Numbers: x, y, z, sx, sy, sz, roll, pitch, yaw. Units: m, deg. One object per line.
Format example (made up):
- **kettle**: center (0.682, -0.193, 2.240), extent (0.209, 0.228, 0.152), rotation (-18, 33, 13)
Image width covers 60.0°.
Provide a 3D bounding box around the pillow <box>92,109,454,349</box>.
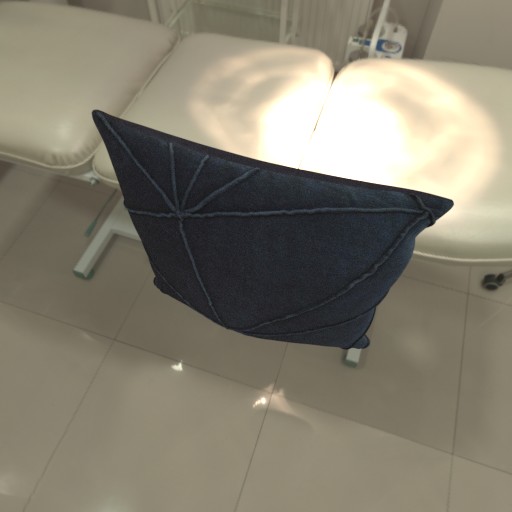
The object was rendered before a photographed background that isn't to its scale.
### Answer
- **pillow**: center (0.000, 0.000, 0.678), extent (0.439, 0.440, 0.183), rotation (16, 59, 10)
